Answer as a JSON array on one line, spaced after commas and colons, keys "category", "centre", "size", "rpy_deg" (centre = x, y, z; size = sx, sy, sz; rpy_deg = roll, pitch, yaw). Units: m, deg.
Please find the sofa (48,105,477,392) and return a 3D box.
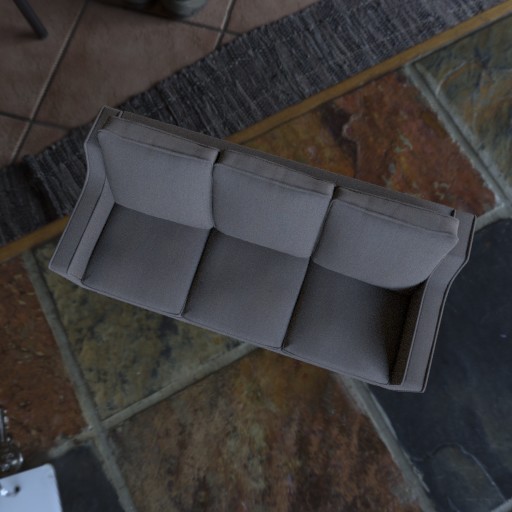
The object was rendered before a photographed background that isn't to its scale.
[{"category": "sofa", "centre": [0.000, 0.000, 2.462], "size": [1.986, 0.974, 0.911], "rpy_deg": [18, 76, 5]}]
